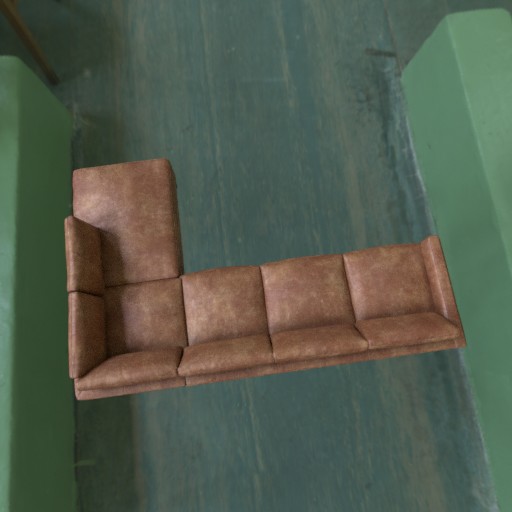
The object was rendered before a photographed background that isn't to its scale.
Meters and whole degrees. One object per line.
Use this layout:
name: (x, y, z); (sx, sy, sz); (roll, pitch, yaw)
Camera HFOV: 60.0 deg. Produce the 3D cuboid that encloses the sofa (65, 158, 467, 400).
sofa: (0.000, 0.000, 3.734); (2.984, 0.877, 1.938); (-8, 76, -2)
